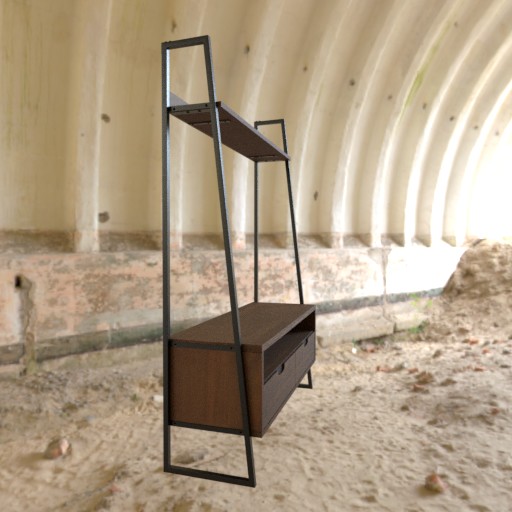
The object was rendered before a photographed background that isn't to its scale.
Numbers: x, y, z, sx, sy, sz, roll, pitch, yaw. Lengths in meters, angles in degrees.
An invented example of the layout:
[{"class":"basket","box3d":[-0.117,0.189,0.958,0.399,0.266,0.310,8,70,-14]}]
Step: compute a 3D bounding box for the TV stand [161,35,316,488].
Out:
[{"class":"TV stand","box3d":[0.000,0.000,2.356,0.432,1.772,1.250,1,2,18]}]
